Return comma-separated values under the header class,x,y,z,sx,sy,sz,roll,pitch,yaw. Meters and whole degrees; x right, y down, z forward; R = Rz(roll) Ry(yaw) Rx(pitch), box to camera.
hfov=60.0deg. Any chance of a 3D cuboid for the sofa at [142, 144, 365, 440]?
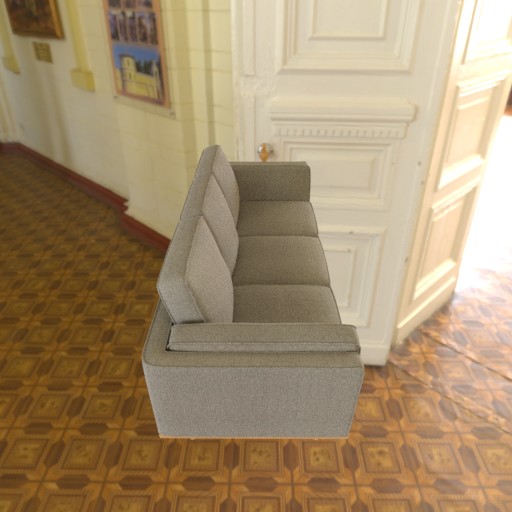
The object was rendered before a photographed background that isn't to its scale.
class,x,y,z,sx,sy,sz,roll,pitch,yaw
sofa,0.000,0.000,2.806,0.903,0.899,2.362,0,31,0
